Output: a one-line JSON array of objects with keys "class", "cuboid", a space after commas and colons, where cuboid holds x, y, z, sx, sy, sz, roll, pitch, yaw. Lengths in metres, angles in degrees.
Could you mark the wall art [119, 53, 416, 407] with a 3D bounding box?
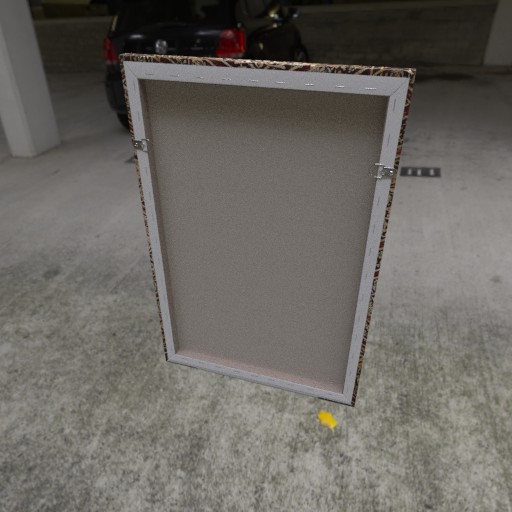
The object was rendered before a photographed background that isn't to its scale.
[{"class": "wall art", "cuboid": [0.000, 0.000, 1.112, 0.599, 0.904, 0.030, 10, 34, 15]}]
